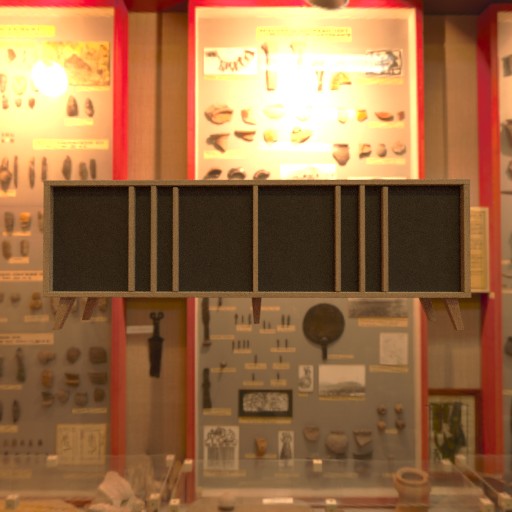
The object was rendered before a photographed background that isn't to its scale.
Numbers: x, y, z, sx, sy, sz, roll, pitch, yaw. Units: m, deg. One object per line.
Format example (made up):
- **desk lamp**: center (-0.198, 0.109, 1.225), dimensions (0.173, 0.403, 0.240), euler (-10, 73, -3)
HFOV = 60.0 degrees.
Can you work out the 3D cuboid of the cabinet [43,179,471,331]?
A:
- **cabinet**: center (0.000, 0.000, 2.525), dimensions (2.198, 0.779, 0.499), euler (0, -1, 1)
